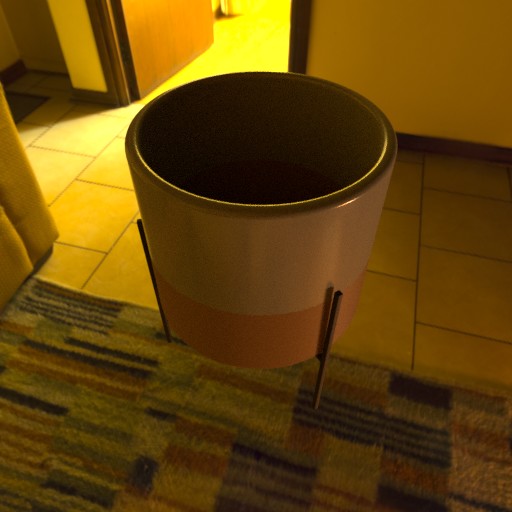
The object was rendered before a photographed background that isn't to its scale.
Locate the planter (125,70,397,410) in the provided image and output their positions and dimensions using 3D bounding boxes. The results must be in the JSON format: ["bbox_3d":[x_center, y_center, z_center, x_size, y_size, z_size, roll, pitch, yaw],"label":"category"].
[{"bbox_3d":[0.000,0.000,0.739,0.360,0.480,0.348,-3,46,-3],"label":"planter"}]
